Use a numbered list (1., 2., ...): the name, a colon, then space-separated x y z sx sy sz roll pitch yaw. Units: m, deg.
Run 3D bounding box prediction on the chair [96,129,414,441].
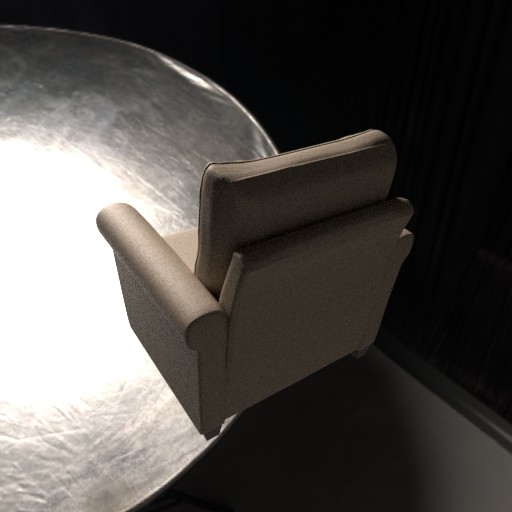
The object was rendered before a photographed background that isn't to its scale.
1. chair: 0.000 0.000 2.303 1.275 1.349 1.180 -19 36 -28
